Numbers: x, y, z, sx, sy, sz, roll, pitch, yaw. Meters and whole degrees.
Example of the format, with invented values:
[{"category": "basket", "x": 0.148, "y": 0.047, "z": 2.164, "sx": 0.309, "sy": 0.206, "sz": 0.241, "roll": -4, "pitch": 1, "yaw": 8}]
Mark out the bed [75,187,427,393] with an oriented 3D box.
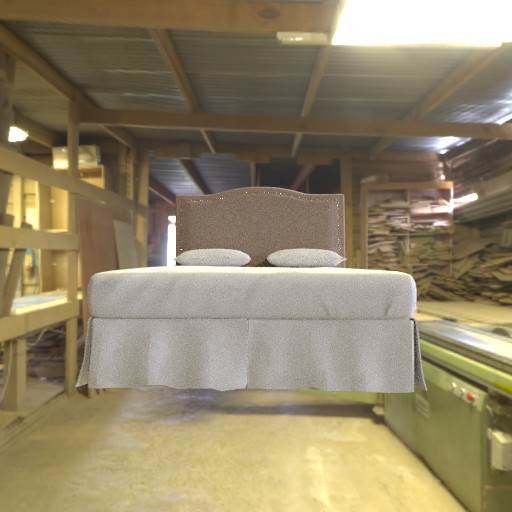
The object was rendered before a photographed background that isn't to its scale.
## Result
[{"category": "bed", "x": 0.000, "y": 0.000, "z": 3.392, "sx": 1.821, "sy": 1.436, "sz": 2.282, "roll": 0, "pitch": -1, "yaw": 2}]
